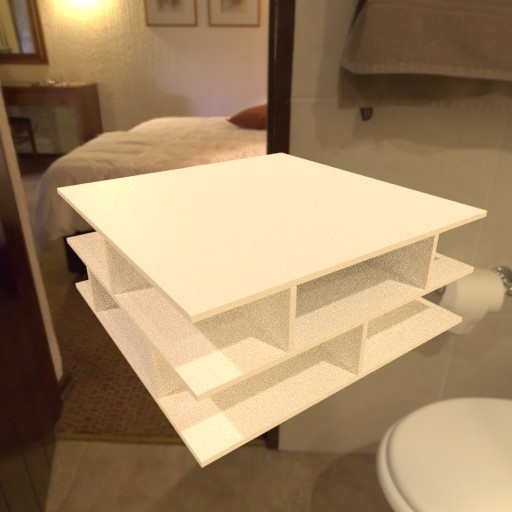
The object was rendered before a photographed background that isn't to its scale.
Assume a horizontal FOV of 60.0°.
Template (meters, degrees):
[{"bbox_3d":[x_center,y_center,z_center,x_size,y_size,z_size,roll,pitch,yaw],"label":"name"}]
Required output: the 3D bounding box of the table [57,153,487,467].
[{"bbox_3d":[0.000,0.000,1.071,0.700,0.289,0.700,-17,30,-32],"label":"table"}]
